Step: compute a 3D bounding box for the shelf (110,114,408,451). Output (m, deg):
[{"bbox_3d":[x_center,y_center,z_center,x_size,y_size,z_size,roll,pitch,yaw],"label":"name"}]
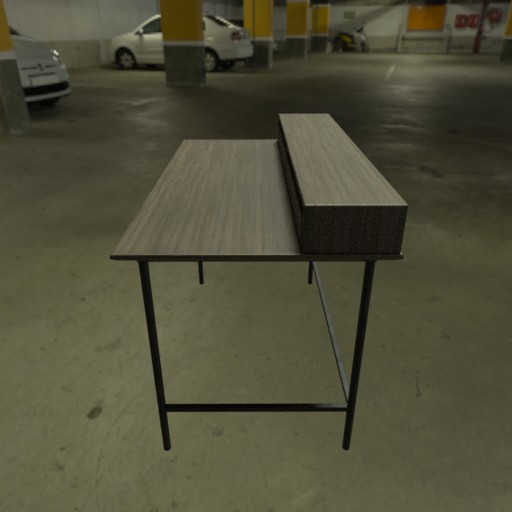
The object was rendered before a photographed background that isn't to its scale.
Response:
[{"bbox_3d":[0.000,0.000,1.713,0.685,0.865,1.212,0,27,0],"label":"shelf"}]
